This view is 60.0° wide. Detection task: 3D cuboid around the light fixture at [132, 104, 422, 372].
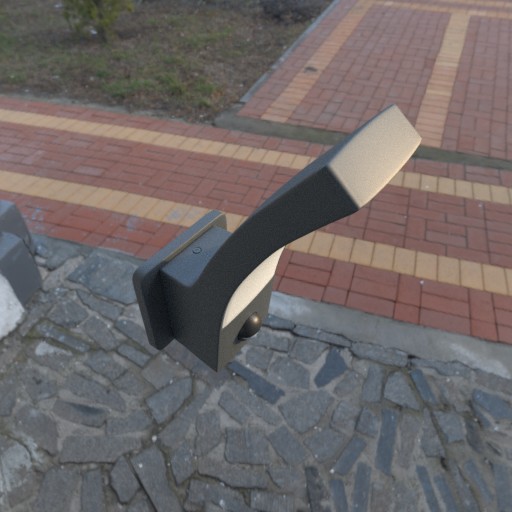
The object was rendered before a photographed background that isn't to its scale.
[{"bbox_3d":[0.000,0.000,0.328,0.174,0.243,0.108,26,49,25],"label":"light fixture"}]
